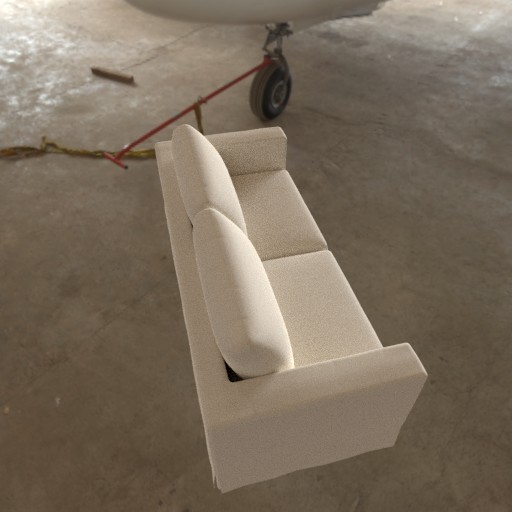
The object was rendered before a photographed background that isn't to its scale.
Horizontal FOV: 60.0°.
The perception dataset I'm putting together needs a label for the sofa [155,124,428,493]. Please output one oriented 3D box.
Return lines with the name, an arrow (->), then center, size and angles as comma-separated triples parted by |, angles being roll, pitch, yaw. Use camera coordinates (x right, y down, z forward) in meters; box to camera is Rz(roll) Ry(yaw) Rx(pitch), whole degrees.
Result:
sofa -> 0.000, 0.000, 2.619 | 0.954, 0.881, 2.163 | -10, 46, -10
